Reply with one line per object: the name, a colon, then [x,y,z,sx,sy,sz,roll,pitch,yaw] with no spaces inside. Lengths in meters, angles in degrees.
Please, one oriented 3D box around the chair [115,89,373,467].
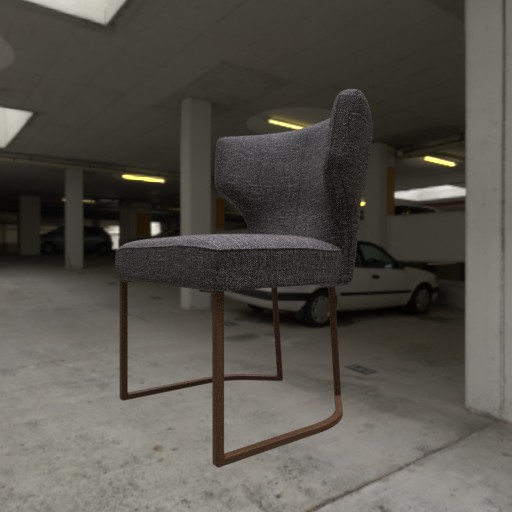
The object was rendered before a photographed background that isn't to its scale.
chair: [0.000,0.000,1.241,0.617,0.824,0.611,0,0,-38]
